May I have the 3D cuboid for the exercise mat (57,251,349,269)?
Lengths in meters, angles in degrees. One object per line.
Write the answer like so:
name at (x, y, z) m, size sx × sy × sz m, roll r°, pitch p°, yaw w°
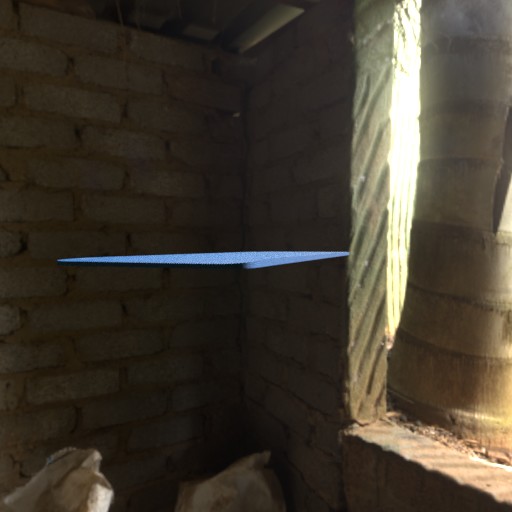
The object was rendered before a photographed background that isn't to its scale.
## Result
exercise mat at (0.000, 0.000, 2.050) m, size 0.616 × 0.021 × 1.869 m, roll 0°, pitch 1°, yaw 20°
